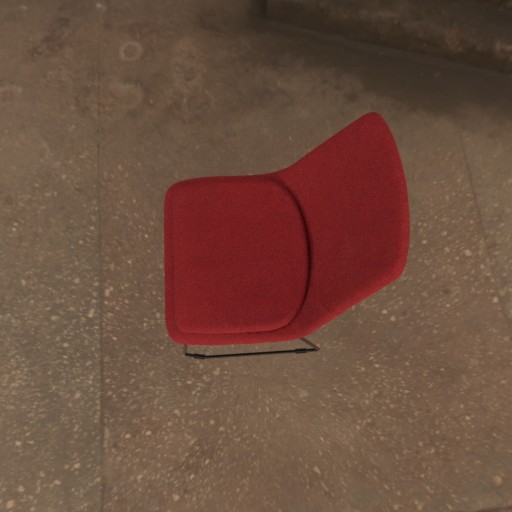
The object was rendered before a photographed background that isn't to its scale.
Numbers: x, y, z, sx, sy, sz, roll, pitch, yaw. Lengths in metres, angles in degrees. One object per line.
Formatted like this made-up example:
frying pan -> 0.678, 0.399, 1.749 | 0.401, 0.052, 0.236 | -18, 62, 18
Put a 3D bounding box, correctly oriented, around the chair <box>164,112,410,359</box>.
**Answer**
chair -> 0.000, 0.000, 1.159 | 0.518, 0.858, 0.479 | -4, 75, -1
